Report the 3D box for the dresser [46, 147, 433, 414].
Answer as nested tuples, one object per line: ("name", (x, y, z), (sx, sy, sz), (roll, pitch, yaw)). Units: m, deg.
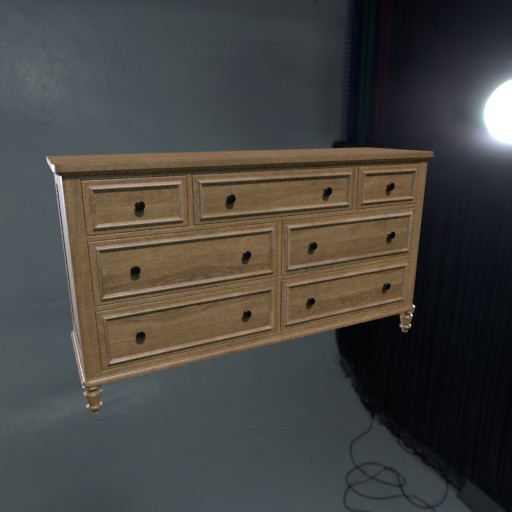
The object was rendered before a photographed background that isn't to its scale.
("dresser", (0.000, 0.000, 1.980), (1.583, 0.892, 0.468), (-8, 18, -25))
